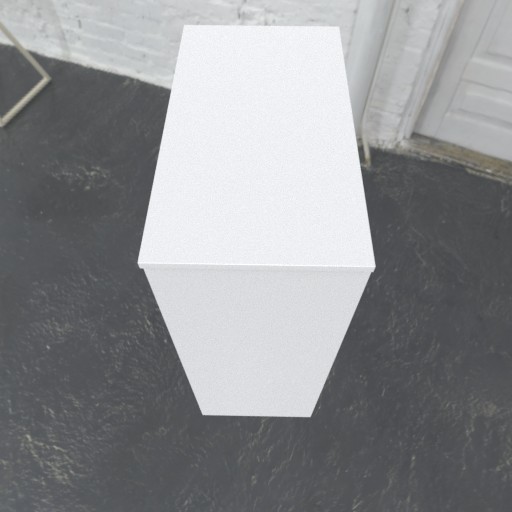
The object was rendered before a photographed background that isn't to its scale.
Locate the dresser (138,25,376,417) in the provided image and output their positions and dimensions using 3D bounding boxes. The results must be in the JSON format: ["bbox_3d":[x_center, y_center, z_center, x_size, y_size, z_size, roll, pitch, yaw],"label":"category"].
[{"bbox_3d":[0.000,0.000,1.338,0.401,1.021,0.704,1,57,1],"label":"dresser"}]
